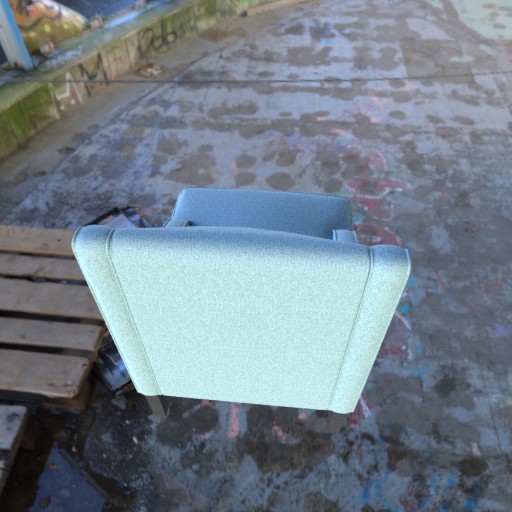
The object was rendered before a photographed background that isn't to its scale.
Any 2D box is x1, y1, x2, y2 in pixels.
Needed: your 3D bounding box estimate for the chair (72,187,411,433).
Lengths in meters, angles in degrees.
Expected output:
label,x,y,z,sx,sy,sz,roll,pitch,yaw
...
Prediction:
label,x,y,z,sx,sy,sz,roll,pitch,yaw
chair,0.000,0.000,1.836,0.857,1.133,1.025,4,49,4
